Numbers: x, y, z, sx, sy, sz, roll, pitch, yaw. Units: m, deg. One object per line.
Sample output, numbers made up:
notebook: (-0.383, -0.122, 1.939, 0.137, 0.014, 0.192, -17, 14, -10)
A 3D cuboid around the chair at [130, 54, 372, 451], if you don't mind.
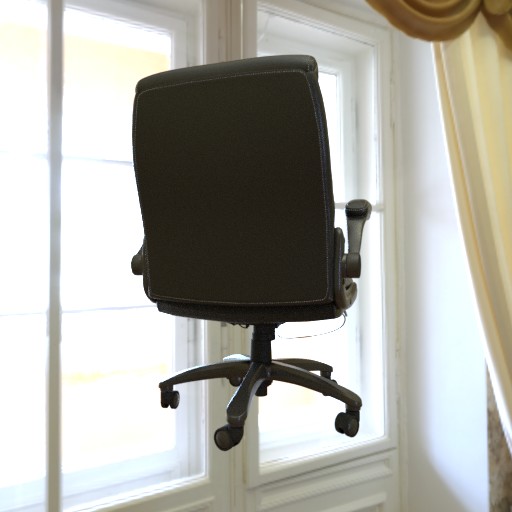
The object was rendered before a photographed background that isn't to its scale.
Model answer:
chair: (0.000, 0.000, 1.564, 0.782, 1.110, 0.724, 0, -1, 17)
